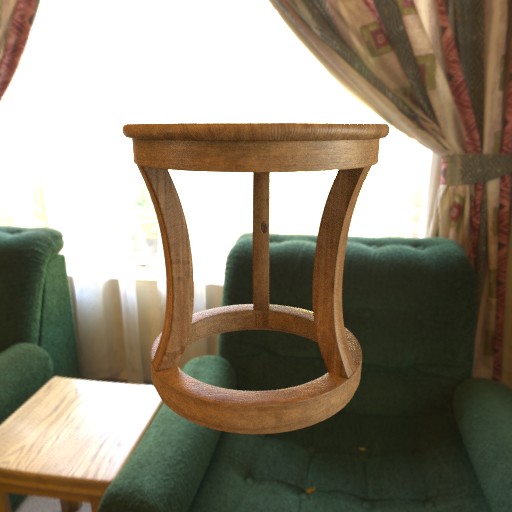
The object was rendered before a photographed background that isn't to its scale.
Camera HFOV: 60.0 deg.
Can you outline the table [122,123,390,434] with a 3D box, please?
[{"bbox_3d":[0.000,0.000,0.806,0.432,0.460,0.432,0,16,0],"label":"table"}]
